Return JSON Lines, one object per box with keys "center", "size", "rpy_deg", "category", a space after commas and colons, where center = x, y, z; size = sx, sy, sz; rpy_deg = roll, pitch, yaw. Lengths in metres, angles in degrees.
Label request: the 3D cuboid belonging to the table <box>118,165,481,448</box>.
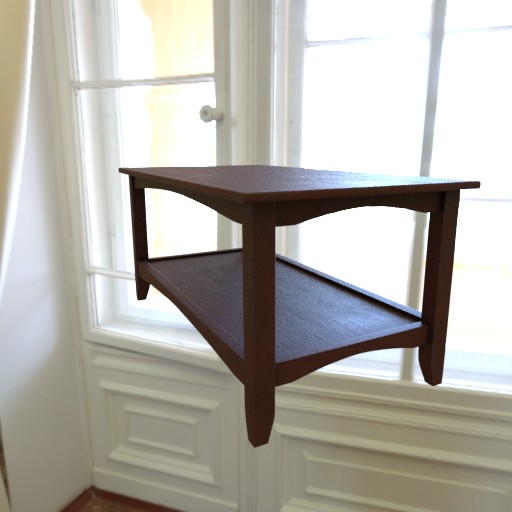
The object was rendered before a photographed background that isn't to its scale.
{"center": [0.000, 0.000, 1.231], "size": [0.533, 0.456, 0.943], "rpy_deg": [-7, 15, -27], "category": "table"}
